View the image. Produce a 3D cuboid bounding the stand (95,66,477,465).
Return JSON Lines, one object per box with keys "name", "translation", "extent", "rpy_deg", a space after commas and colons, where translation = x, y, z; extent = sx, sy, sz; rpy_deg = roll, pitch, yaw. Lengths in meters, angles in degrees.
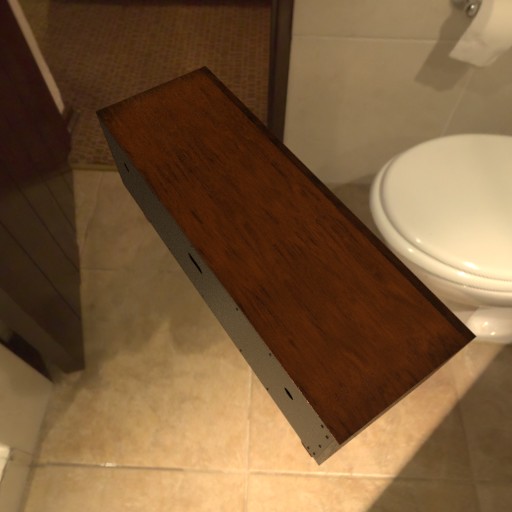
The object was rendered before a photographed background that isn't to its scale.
{"name": "stand", "translation": [0.000, 0.000, 1.649], "extent": [0.481, 0.610, 1.372], "rpy_deg": [-30, 63, -17]}
